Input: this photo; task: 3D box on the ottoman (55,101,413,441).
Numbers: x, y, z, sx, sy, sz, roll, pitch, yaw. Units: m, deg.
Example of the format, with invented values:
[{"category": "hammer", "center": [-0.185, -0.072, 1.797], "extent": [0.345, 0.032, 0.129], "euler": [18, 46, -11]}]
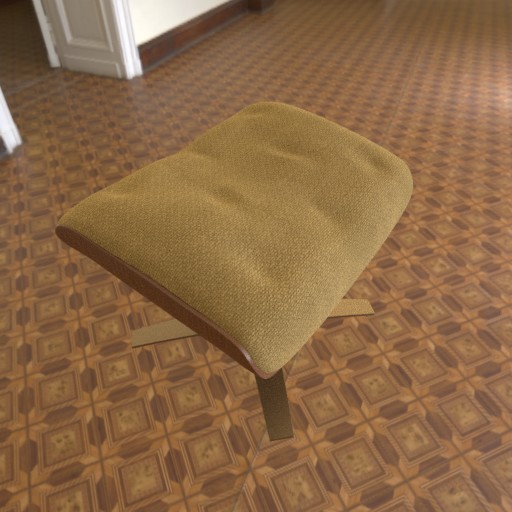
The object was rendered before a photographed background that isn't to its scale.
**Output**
[{"category": "ottoman", "center": [0.000, 0.000, 0.819], "extent": [0.394, 0.391, 0.520], "euler": [25, 47, 26]}]
